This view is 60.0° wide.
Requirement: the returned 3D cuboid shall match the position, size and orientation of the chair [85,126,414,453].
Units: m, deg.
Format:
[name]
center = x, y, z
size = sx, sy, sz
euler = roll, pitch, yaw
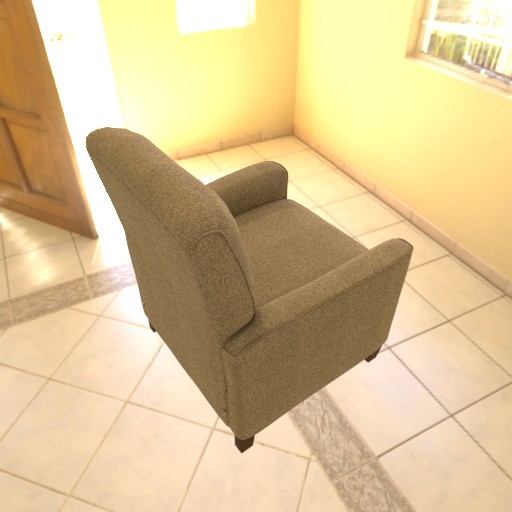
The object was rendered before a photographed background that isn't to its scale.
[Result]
[chair]
center = 0.000, 0.000, 1.662
size = 0.858, 1.028, 0.841
euler = -25, 46, -27
